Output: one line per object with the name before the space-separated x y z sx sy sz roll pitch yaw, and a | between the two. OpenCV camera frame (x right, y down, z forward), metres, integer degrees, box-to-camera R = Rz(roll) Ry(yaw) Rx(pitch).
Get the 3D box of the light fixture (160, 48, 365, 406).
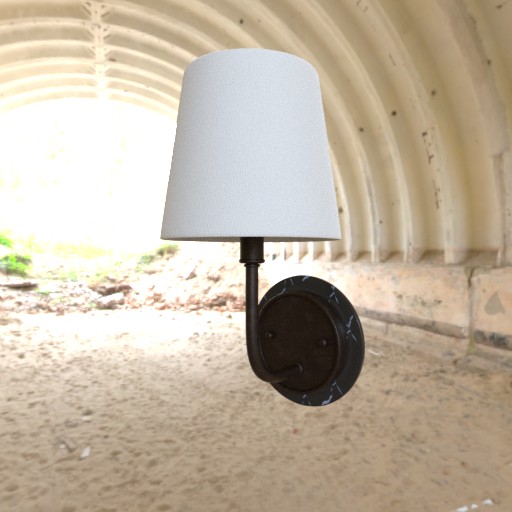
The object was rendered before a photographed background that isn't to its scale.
light fixture | 0.000 0.000 0.429 0.168 0.337 0.188 0 0 37
